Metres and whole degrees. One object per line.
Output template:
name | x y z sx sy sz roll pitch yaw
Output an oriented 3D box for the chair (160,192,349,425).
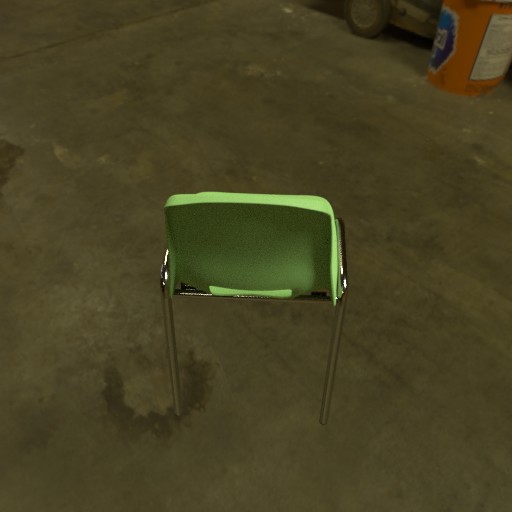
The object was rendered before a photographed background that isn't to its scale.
chair | 0.000 0.000 0.934 0.381 0.653 0.436 2 47 2
